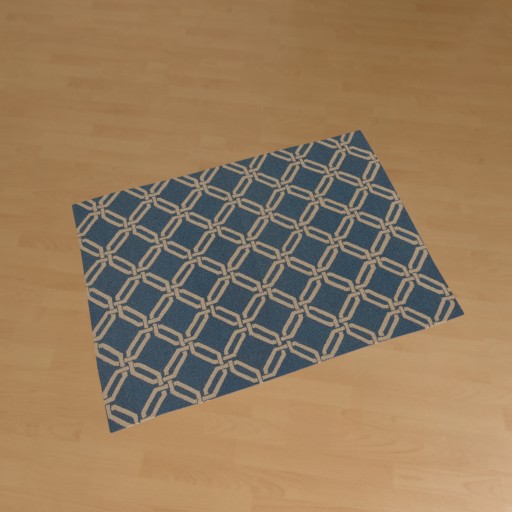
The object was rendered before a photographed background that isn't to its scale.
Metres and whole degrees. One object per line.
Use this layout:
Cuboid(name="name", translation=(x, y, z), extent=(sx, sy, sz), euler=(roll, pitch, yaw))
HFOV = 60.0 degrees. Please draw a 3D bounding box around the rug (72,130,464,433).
Cuboid(name="rug", translation=(0.000, 0.000, 2.809), extent=(2.135, 0.013, 1.524), euler=(-16, 64, -8))
